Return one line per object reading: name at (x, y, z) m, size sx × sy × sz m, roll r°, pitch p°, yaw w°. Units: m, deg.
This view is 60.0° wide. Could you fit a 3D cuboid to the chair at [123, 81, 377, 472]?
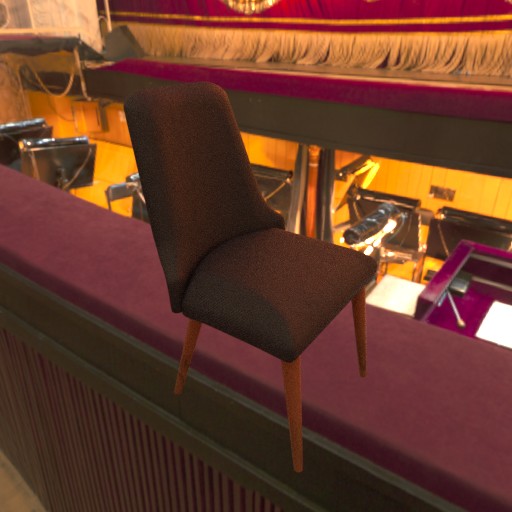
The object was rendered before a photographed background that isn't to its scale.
chair at (0.000, 0.000, 1.179) m, size 0.567 × 0.820 × 0.504 m, roll 18°, pitch 32°, yaw 31°
